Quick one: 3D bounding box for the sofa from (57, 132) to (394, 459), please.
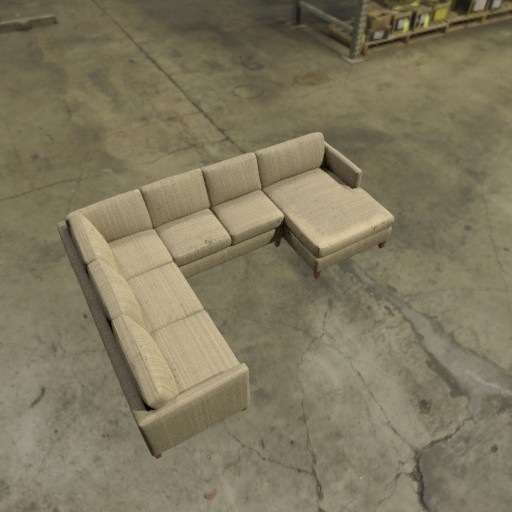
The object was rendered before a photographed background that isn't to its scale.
[{"bbox_3d":[0.000,0.000,4.726,3.460,0.961,2.594,-23,50,-20],"label":"sofa"}]
